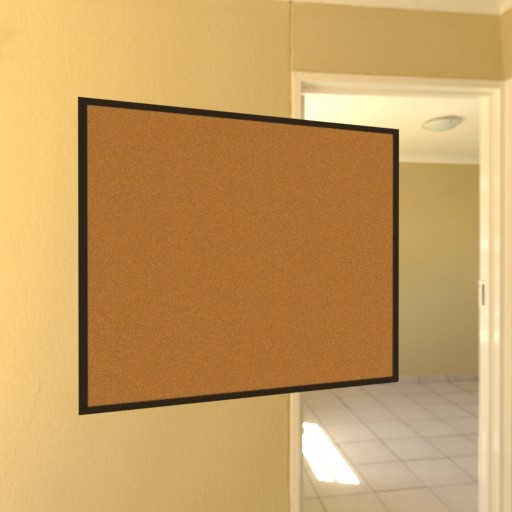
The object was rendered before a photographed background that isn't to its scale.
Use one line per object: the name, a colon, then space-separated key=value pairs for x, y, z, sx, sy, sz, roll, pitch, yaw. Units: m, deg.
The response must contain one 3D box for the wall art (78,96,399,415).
wall art: x=0.000 y=0.000 z=1.386 sx=1.033 sy=0.875 sz=0.023 roll=0 pitch=0 yaw=-18
